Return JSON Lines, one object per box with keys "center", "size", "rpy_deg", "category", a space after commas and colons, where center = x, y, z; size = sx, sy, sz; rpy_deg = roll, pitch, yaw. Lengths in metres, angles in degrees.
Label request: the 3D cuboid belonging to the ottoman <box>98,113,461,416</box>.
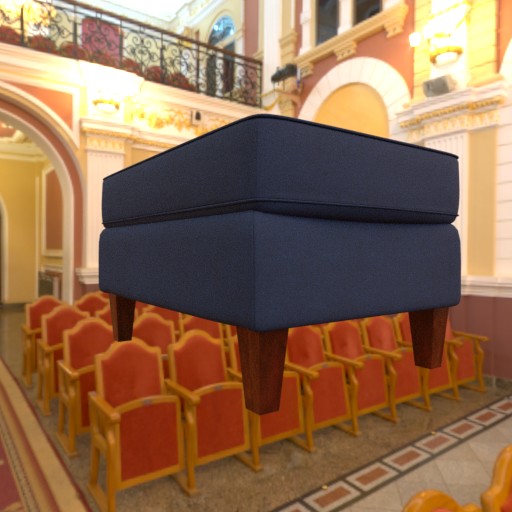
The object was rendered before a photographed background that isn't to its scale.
{"center": [0.000, 0.000, 1.350], "size": [0.686, 0.584, 0.965], "rpy_deg": [-1, 1, -36], "category": "ottoman"}
